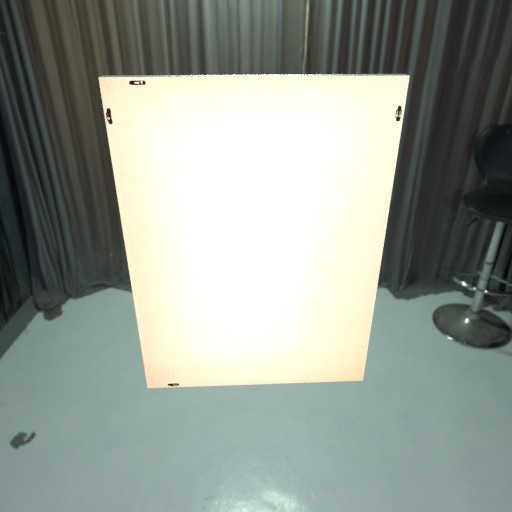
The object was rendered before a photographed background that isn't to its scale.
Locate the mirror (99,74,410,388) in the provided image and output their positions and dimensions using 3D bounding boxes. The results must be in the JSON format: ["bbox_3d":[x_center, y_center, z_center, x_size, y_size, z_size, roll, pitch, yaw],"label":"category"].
[{"bbox_3d":[0.000,0.000,1.339,0.762,1.016,0.040,-1,28,-2],"label":"mirror"}]
